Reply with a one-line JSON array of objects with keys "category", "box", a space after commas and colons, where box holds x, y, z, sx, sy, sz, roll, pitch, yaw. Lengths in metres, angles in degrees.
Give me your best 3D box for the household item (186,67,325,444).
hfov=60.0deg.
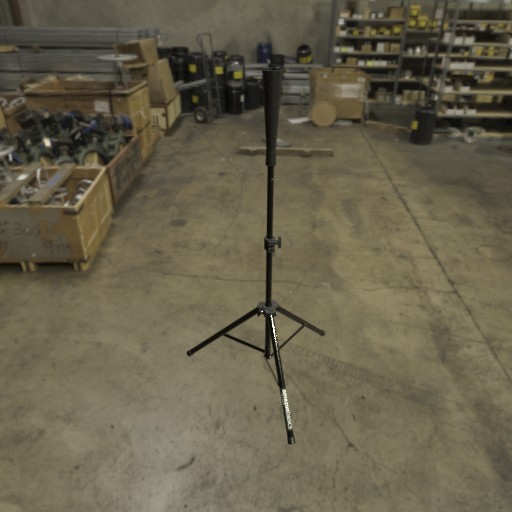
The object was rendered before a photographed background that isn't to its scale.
[{"category": "household item", "box": [0.000, 0.000, 1.374, 0.559, 1.067, 0.559, 1, 30, 2]}]
